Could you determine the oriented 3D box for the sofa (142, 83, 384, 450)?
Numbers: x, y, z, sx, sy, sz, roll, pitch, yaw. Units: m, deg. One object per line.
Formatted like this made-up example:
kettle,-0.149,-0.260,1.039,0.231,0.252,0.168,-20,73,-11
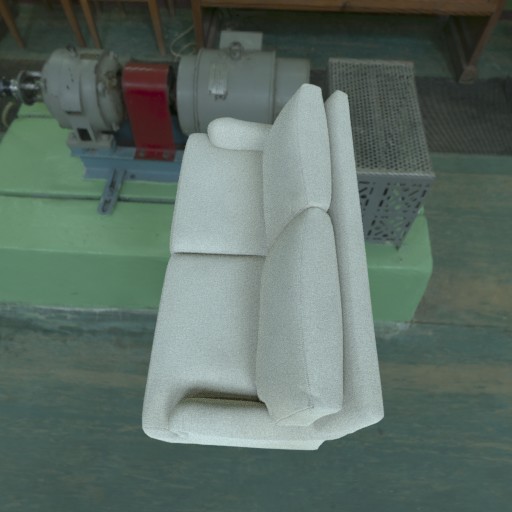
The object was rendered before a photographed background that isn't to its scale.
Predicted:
sofa,0.000,0.000,2.630,1.091,0.997,2.070,2,58,1
